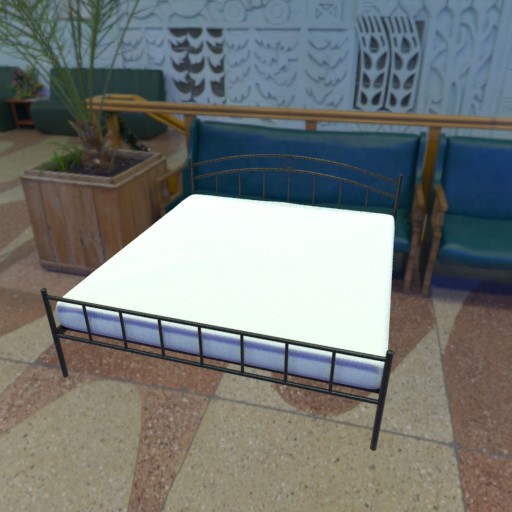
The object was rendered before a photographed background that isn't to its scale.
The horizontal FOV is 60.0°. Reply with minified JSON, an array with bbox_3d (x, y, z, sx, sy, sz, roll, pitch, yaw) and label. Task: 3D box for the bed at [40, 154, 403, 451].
[{"bbox_3d":[0.000,0.000,3.135,1.880,0.940,2.040,8,28,15],"label":"bed"}]
